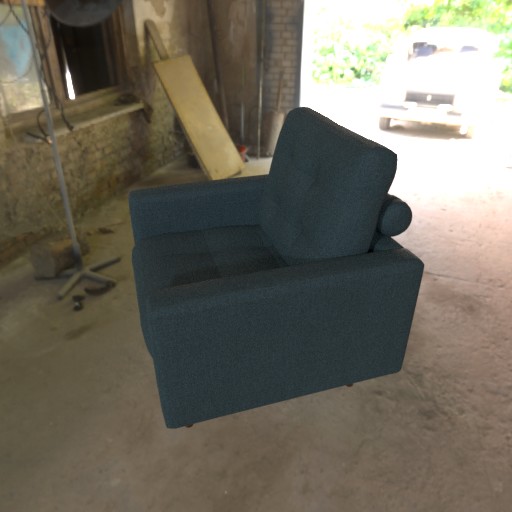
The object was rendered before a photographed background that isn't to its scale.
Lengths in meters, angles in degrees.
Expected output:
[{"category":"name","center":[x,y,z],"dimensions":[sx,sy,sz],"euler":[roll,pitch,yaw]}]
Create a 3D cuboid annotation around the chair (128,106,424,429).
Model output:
[{"category":"chair","center":[0.000,0.000,1.560],"dimensions":[0.843,0.880,0.821],"euler":[-9,32,-15]}]
